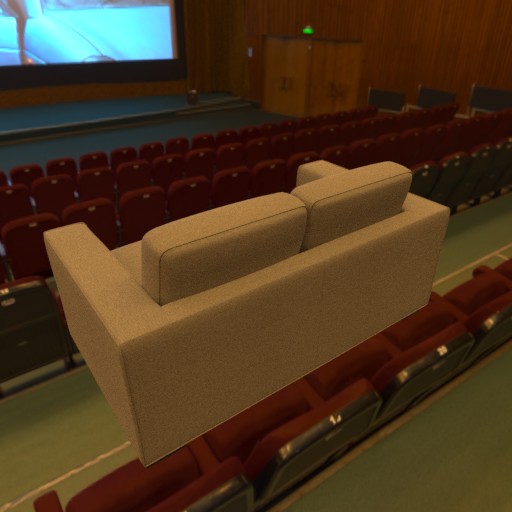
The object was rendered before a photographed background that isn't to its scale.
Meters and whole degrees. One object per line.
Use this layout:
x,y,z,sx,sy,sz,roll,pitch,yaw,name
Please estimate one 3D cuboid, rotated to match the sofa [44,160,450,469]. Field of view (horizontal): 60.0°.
0.000,0.000,2.326,1.812,0.924,1.007,-20,36,-30,sofa
